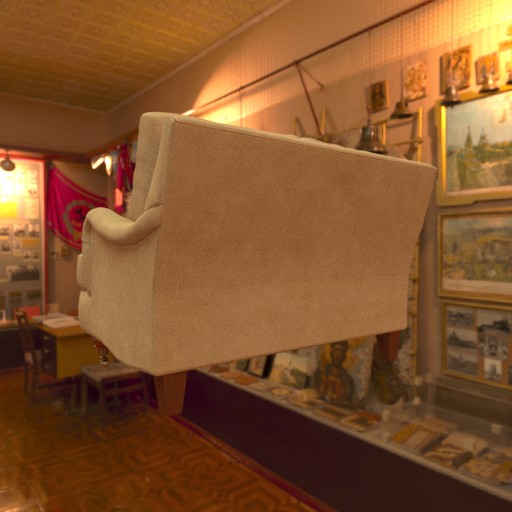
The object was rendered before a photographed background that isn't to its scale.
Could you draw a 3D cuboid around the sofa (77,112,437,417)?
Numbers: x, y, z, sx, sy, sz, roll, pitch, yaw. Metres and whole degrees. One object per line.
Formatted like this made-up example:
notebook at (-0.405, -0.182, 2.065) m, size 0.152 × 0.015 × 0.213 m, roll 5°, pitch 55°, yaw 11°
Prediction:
sofa at (0.000, 0.000, 2.201) m, size 1.498 × 1.087 × 1.086 m, roll -1°, pitch 2°, yaw -37°
